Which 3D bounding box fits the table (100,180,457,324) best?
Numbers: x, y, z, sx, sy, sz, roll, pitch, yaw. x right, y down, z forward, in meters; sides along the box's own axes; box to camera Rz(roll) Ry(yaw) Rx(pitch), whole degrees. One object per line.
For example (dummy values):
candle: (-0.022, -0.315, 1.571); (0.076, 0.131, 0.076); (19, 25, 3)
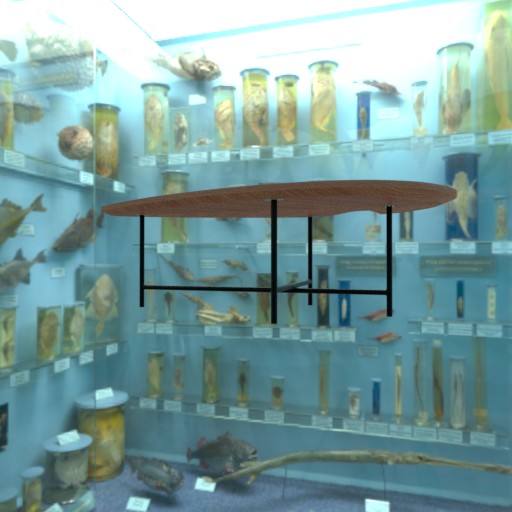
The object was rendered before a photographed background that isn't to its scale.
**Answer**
table: (0.000, 0.000, 1.442); (1.199, 0.360, 0.598); (0, 0, 18)
